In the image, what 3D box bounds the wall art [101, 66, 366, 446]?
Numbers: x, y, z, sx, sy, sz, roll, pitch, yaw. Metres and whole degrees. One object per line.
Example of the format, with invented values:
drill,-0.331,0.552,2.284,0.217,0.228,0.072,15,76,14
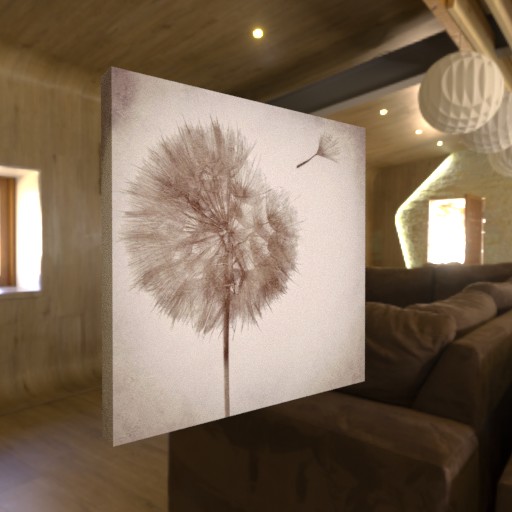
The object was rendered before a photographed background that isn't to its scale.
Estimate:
wall art,0.000,0.000,0.453,0.303,0.303,0.028,-1,1,-36
